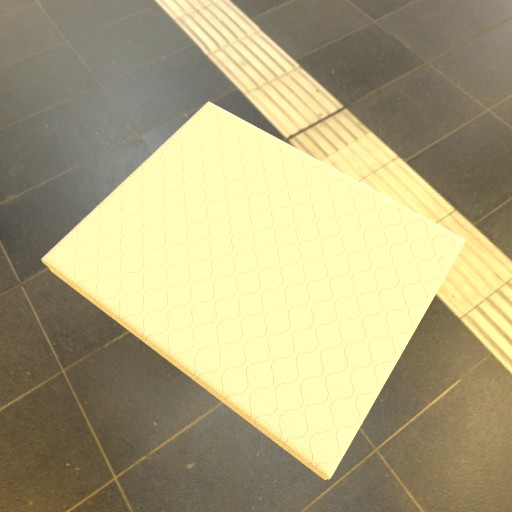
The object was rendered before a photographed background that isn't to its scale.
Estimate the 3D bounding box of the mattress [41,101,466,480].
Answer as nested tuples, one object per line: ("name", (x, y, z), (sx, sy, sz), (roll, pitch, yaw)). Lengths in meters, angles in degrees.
("mattress", (0.000, 0.000, 2.725), (2.000, 0.200, 1.600), (32, 67, 16))
